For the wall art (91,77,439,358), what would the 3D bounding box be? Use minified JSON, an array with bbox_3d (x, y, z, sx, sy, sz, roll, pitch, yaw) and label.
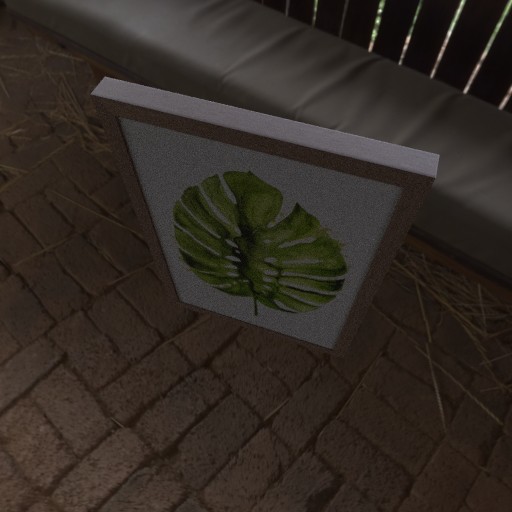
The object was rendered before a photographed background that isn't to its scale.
[{"bbox_3d":[0.000,0.000,0.661,0.358,0.510,0.032,16,60,10],"label":"wall art"}]
